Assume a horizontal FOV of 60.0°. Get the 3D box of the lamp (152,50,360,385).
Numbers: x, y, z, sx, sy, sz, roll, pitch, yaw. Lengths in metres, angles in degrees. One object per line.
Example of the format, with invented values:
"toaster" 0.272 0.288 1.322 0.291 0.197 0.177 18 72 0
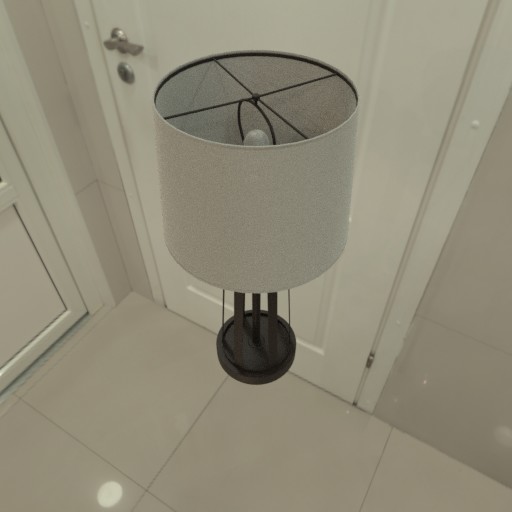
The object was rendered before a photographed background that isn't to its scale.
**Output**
"lamp" 0.000 0.000 0.657 0.251 0.509 0.251 0 46 0
